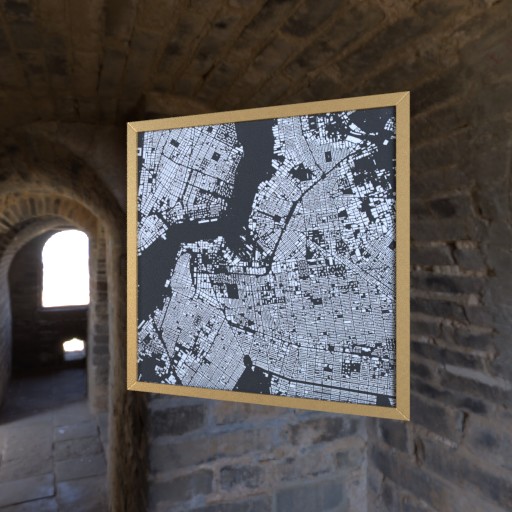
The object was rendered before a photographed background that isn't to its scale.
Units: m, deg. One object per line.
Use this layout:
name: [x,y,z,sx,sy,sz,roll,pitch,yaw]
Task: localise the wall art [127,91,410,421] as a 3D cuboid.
wall art: [0.000,0.000,2.942,1.926,1.926,0.099,0,0,18]
